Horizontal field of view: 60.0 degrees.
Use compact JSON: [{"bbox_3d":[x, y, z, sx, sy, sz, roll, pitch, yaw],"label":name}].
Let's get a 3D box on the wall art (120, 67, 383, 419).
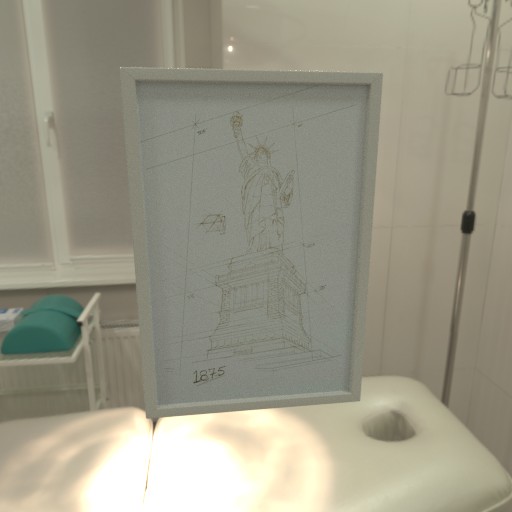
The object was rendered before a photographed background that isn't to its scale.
[{"bbox_3d":[0.000,0.000,1.518,0.808,1.183,0.038,-2,15,-8],"label":"wall art"}]
